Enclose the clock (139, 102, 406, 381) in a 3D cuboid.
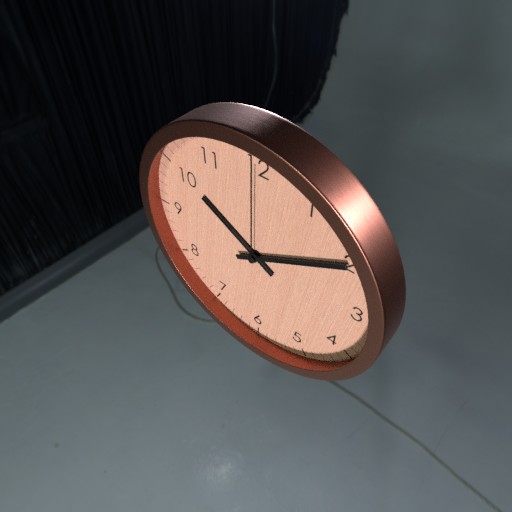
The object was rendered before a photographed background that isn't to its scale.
[{"bbox_3d":[0.000,0.000,0.466,0.313,0.313,0.040,31,54,25],"label":"clock"}]
